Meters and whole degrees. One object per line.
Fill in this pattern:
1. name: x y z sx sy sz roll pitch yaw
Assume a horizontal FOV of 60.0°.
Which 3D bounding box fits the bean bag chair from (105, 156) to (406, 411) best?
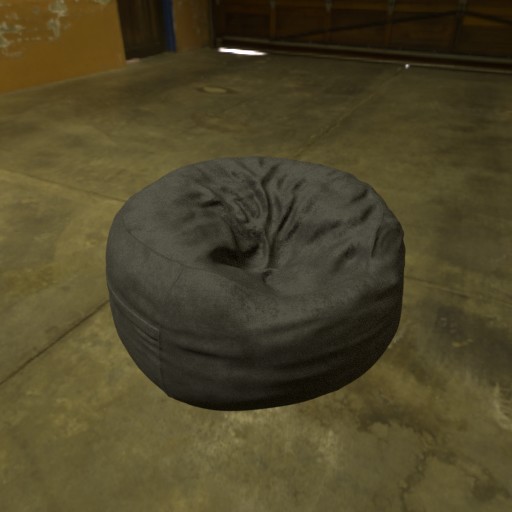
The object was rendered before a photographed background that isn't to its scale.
1. bean bag chair: 0.000 0.000 2.328 1.525 0.751 1.525 0 32 0
